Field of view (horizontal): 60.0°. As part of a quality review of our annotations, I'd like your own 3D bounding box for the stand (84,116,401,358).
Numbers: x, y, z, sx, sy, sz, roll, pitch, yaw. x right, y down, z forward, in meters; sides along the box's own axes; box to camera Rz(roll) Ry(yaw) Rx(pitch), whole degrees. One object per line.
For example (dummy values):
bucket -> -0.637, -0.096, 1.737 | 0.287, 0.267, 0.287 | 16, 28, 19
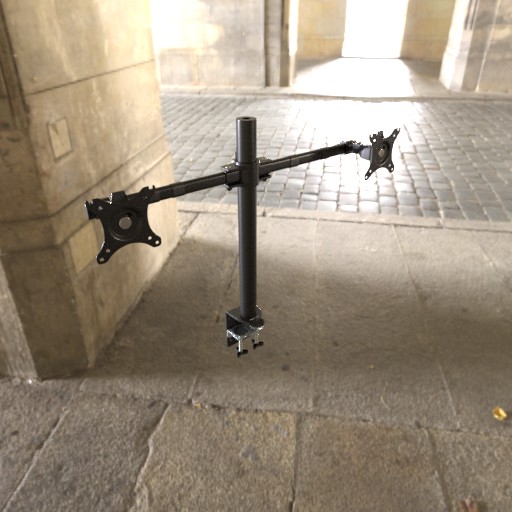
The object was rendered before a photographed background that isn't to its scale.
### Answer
stand -> 0.000, 0.000, 1.013 | 0.743, 0.603, 0.150 | -21, 35, -32
